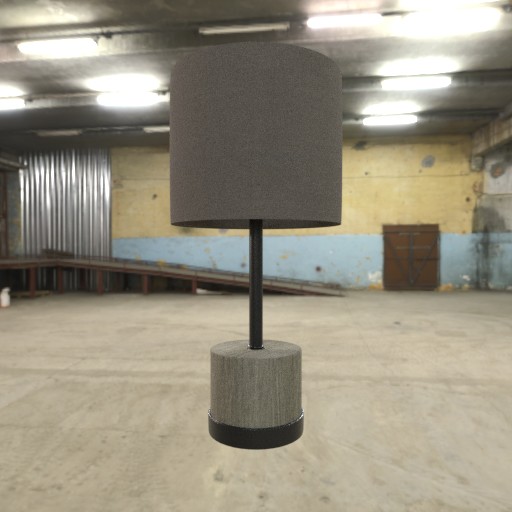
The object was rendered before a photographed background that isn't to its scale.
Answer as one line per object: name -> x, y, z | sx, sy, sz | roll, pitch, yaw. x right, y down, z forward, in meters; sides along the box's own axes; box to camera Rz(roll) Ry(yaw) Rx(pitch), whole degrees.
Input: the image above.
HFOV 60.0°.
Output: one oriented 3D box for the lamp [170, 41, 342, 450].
lamp -> 0.000, 0.000, 0.599 | 0.229, 0.470, 0.229 | 0, 1, 35
